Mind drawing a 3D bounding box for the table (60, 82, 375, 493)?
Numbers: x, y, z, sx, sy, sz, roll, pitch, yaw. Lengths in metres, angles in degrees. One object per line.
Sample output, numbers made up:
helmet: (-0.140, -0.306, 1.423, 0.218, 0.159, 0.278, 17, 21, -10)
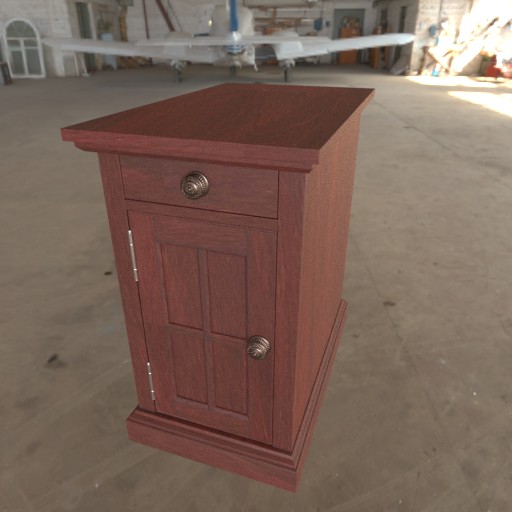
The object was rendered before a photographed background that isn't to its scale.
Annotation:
table: (0.000, 0.000, 0.931, 0.356, 0.612, 0.584, 9, 29, 17)
